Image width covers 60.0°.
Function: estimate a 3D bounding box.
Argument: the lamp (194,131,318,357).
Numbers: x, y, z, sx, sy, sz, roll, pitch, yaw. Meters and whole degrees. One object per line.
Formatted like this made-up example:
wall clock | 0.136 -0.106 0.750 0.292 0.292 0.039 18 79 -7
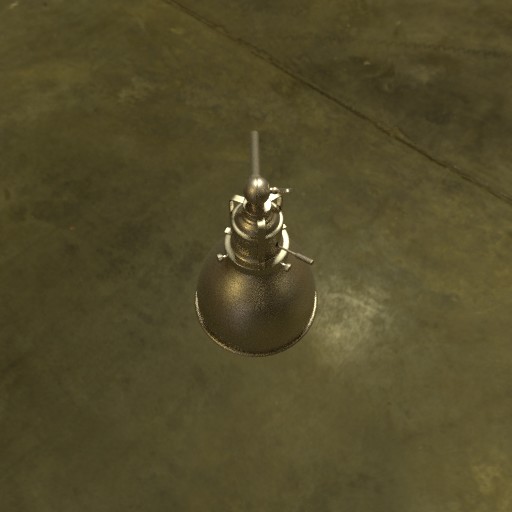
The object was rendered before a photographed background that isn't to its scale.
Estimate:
lamp | 0.000 0.000 0.588 0.153 0.456 0.286 -1 59 0
